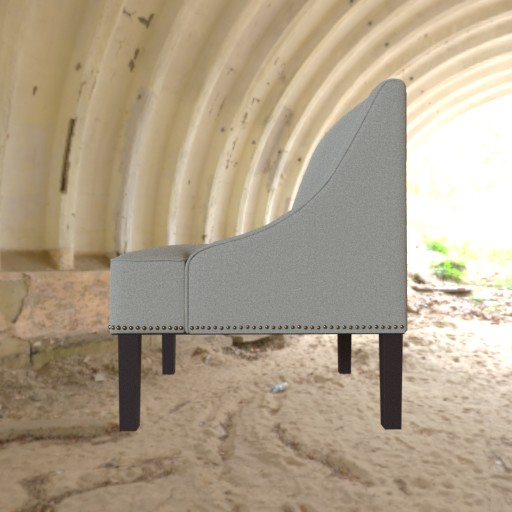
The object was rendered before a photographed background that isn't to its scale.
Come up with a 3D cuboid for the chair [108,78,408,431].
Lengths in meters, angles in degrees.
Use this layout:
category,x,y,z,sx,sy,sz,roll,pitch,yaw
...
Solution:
category,x,y,z,sx,sy,sz,roll,pitch,yaw
chair,0.000,0.000,1.365,0.737,0.864,0.610,0,-1,-1
